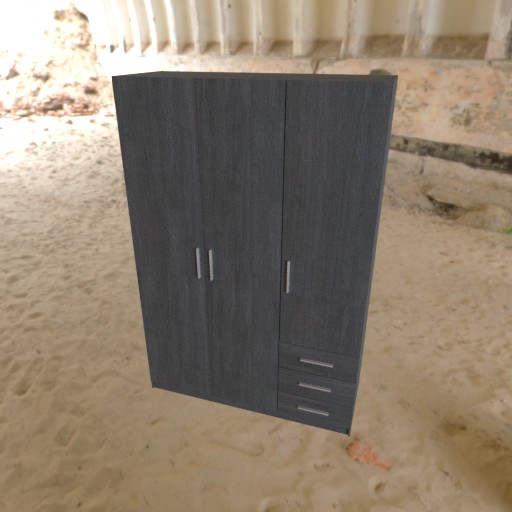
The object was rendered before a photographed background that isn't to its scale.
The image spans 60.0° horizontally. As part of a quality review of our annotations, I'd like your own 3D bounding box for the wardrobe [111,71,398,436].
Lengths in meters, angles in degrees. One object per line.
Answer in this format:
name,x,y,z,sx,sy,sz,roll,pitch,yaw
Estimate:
wardrobe,0.000,0.000,2.529,1.290,1.910,0.510,8,27,16
